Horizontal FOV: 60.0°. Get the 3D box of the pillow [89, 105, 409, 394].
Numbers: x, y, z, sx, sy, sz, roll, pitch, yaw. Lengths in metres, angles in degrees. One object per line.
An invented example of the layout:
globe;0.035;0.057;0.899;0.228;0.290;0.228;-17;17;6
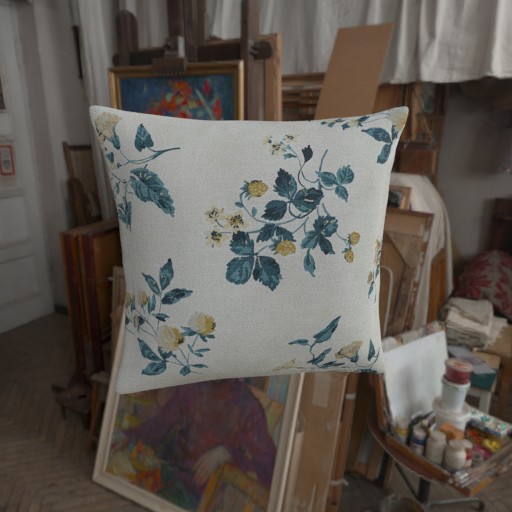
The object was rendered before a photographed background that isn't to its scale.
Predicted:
pillow;0.000;0.000;0.788;0.526;0.507;0.166;-2;17;-8
